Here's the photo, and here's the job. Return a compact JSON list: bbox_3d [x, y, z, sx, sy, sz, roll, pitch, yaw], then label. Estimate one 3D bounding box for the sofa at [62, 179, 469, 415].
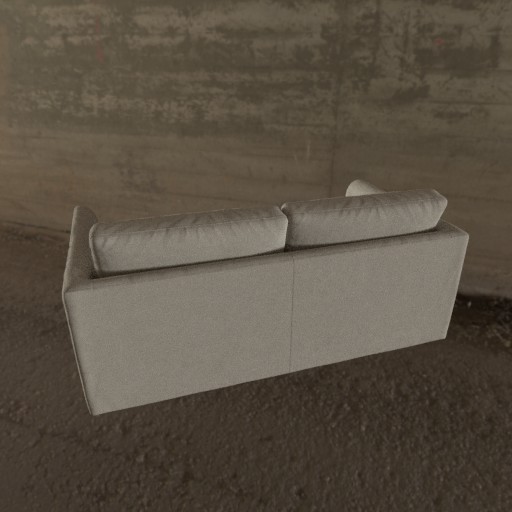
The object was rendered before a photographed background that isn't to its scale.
[{"bbox_3d":[0.000,0.000,2.493,1.905,0.839,1.091,-8,27,-16],"label":"sofa"}]
